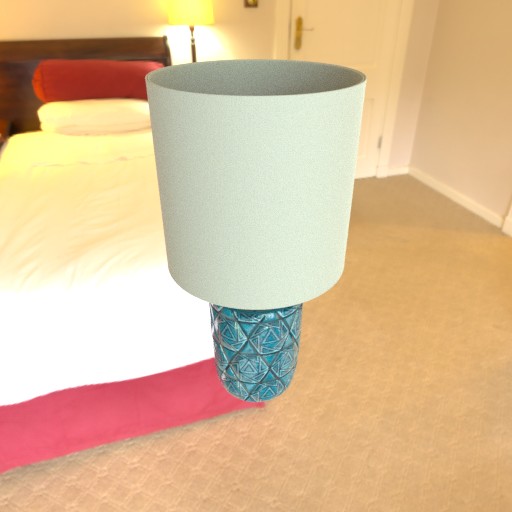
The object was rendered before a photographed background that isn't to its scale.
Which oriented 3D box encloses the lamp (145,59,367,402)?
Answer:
[{"bbox_3d":[0.000,0.000,0.491,0.193,0.377,0.193,19,36,28],"label":"lamp"}]
